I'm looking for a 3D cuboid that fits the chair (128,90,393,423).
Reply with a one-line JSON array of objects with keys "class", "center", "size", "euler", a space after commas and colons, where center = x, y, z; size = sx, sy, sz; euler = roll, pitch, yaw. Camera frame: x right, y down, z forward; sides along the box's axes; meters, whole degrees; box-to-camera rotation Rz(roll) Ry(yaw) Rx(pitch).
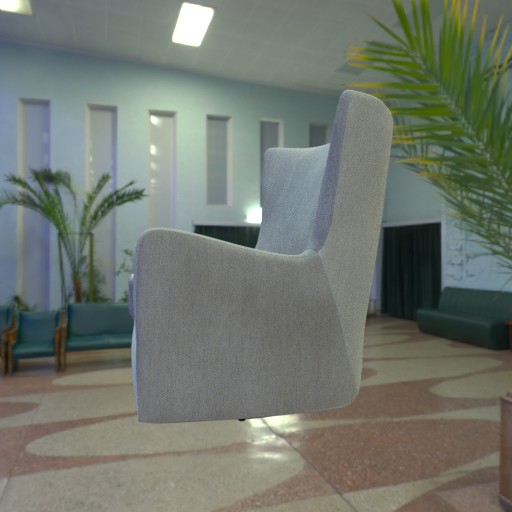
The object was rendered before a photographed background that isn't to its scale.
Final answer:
[{"class": "chair", "center": [0.000, 0.000, 1.638], "size": [0.904, 1.000, 0.779], "euler": [0, 0, -16]}]
